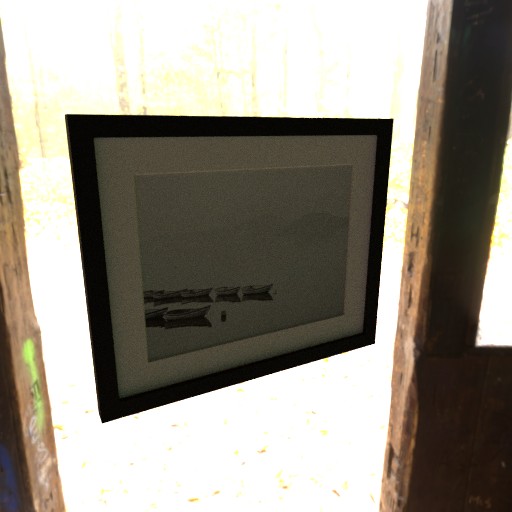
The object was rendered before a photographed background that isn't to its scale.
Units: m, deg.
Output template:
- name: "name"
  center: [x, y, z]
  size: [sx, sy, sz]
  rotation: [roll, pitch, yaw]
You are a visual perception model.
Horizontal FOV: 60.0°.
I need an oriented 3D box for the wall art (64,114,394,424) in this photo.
- name: "wall art"
  center: [0.000, 0.000, 0.757]
  size: [0.554, 0.454, 0.030]
  rotation: [-8, 18, -27]
